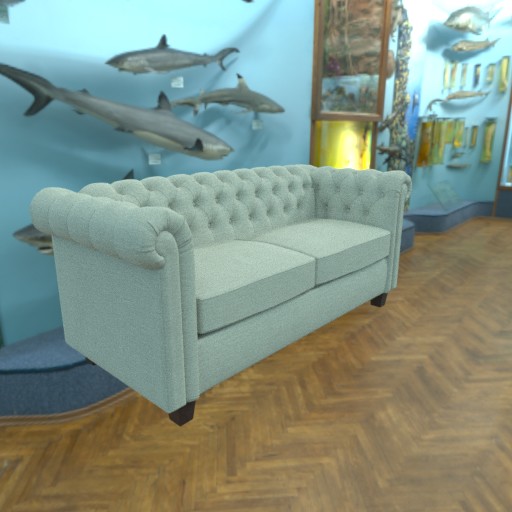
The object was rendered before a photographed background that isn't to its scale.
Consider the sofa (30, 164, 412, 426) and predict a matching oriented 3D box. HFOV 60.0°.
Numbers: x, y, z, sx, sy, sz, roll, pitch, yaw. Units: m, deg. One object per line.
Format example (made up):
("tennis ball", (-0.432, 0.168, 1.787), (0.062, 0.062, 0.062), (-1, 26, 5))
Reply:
("sofa", (0.000, 0.000, 2.204), (0.783, 0.797, 1.798), (14, 21, 41))
